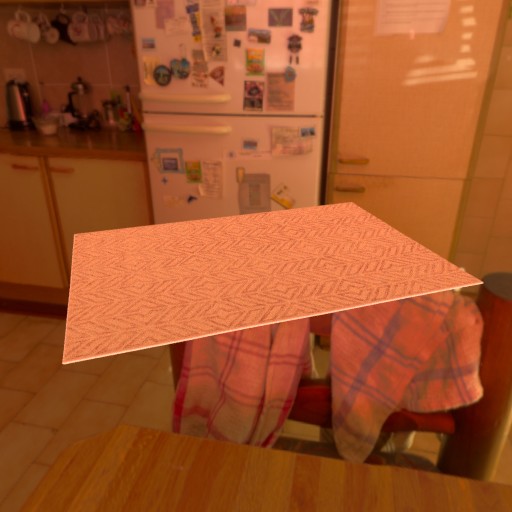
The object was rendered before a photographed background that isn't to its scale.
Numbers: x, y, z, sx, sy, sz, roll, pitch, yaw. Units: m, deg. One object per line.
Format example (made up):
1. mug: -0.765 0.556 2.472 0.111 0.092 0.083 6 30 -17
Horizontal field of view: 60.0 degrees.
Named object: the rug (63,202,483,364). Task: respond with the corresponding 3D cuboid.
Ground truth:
1. rug: 0.000 0.000 2.326 1.828 0.007 1.220 -8 27 -17
